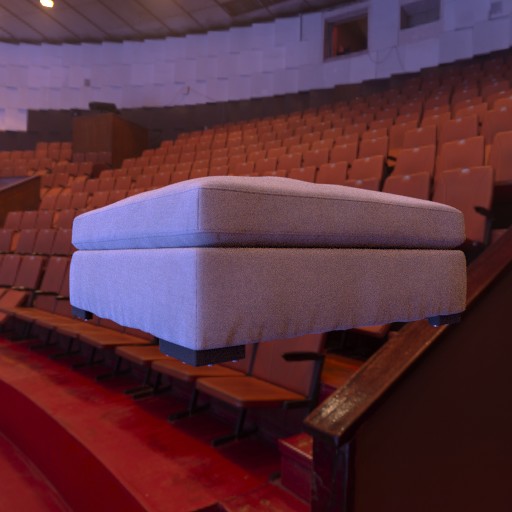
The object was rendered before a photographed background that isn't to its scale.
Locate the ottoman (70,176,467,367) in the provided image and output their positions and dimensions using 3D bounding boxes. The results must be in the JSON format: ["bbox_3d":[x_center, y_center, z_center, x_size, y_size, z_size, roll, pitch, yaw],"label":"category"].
[{"bbox_3d":[0.000,0.000,1.796,1.203,0.517,1.171,0,0,-36],"label":"ottoman"}]
